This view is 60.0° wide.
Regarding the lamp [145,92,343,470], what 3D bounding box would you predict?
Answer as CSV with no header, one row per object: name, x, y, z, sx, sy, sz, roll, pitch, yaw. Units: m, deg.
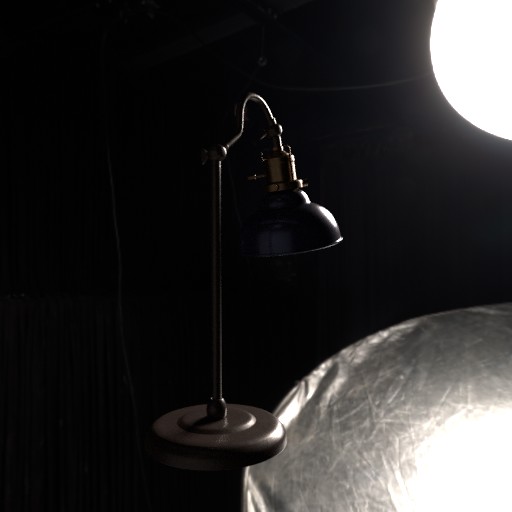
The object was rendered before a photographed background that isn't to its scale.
lamp,0.000,0.000,0.690,0.192,0.508,0.374,-1,-2,36
